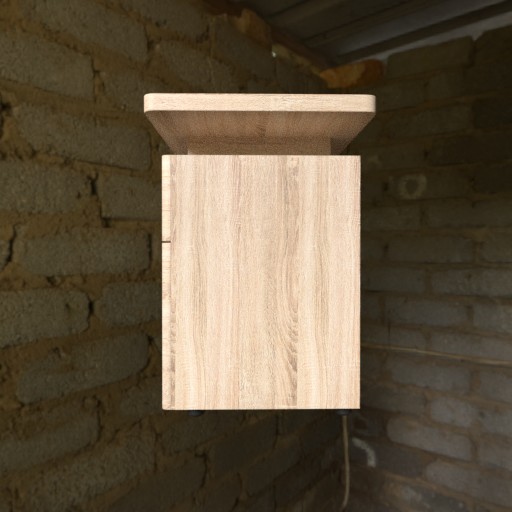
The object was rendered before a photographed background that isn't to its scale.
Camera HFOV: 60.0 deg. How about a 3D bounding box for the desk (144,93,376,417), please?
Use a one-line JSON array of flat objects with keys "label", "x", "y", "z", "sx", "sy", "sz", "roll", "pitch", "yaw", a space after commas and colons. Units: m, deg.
[{"label": "desk", "x": 0.000, "y": 0.000, "z": 1.628, "sx": 0.550, "sy": 0.760, "sz": 1.200, "roll": 0, "pitch": 0, "yaw": -1}]
